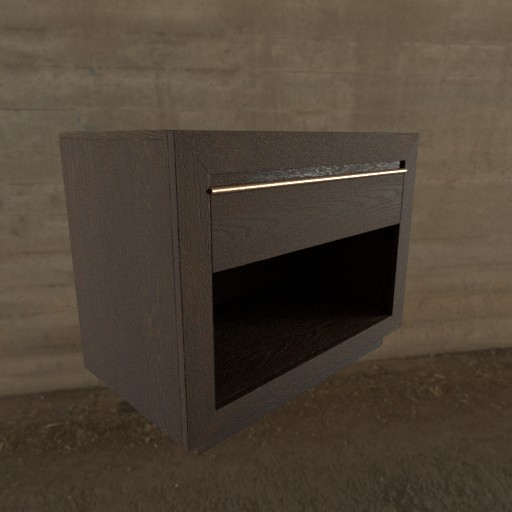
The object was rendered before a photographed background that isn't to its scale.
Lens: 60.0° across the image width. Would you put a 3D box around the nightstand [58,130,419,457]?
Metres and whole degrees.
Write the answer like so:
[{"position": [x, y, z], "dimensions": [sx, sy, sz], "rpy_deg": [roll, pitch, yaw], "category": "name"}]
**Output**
[{"position": [0.000, 0.000, 1.140], "dimensions": [0.775, 0.612, 0.457], "rpy_deg": [-14, 21, -43], "category": "nightstand"}]
